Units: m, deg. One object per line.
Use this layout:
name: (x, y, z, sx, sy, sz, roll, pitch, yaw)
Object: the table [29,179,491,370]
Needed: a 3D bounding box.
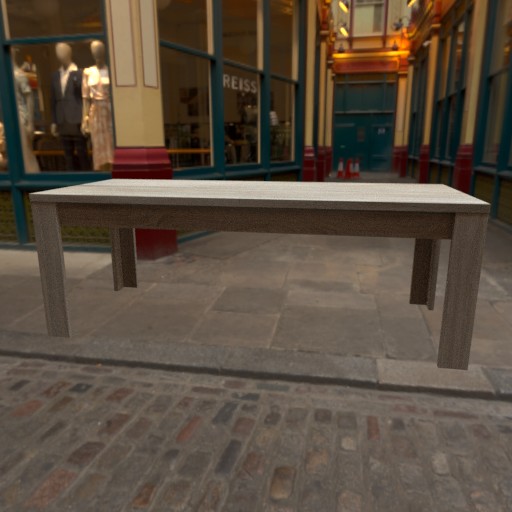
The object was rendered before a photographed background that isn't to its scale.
table: (0.000, 0.000, 2.611, 2.200, 0.790, 0.900, 3, 15, 10)
